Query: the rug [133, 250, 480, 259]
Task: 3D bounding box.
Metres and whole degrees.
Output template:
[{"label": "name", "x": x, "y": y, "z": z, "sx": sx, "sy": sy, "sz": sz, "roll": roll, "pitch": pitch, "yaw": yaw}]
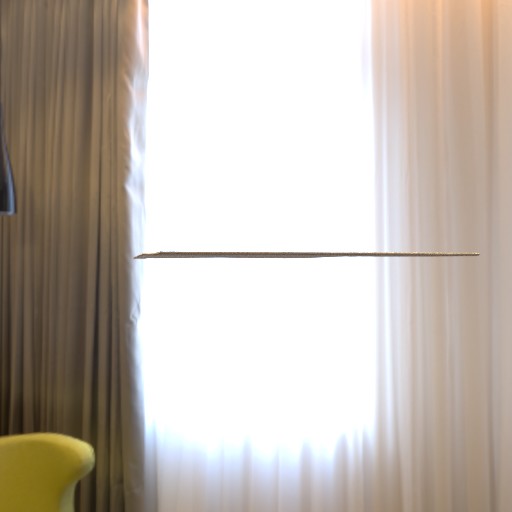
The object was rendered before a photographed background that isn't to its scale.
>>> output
[{"label": "rug", "x": 0.000, "y": 0.000, "z": 2.274, "sx": 1.149, "sy": 0.021, "sz": 1.773, "roll": 0, "pitch": -1, "yaw": -18}]
